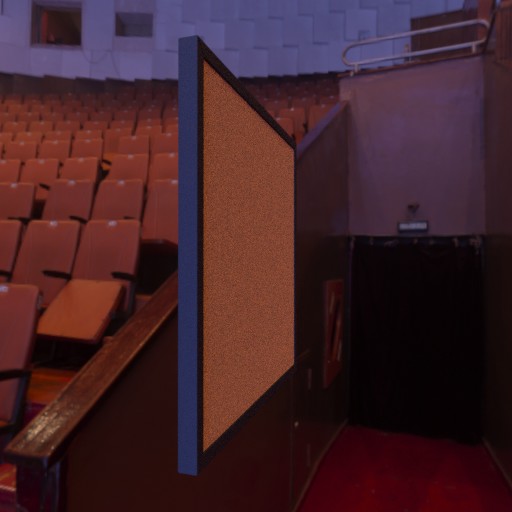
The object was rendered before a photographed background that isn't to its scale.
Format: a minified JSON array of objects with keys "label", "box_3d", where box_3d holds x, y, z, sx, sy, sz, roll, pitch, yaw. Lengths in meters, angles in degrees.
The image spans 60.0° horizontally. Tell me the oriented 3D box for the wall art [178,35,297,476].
[{"label":"wall art","box_3d":[0.000,0.000,1.133,0.037,0.763,0.763,0,0,18]}]
